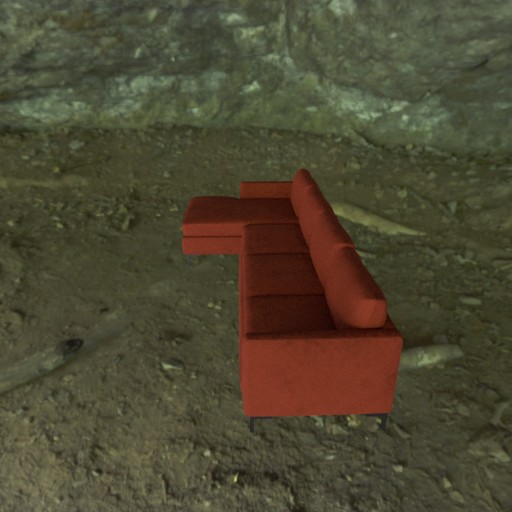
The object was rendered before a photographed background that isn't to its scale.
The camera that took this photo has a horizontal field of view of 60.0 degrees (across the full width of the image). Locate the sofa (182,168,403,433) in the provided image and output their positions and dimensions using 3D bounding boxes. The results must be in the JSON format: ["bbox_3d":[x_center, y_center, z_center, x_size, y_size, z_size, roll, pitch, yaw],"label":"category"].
[{"bbox_3d":[0.000,0.000,2.969,1.136,0.663,2.467,-1,25,-2],"label":"sofa"}]
